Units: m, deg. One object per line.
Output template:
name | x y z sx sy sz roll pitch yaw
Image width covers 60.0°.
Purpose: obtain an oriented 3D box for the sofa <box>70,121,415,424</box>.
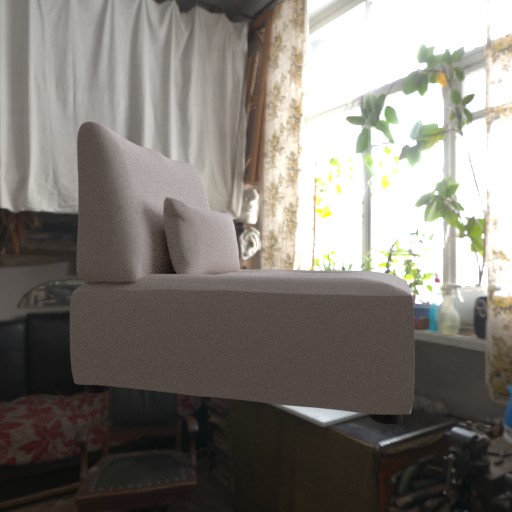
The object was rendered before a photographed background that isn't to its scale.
sofa | 0.000 0.000 1.519 1.000 0.820 0.700 0 0 18
